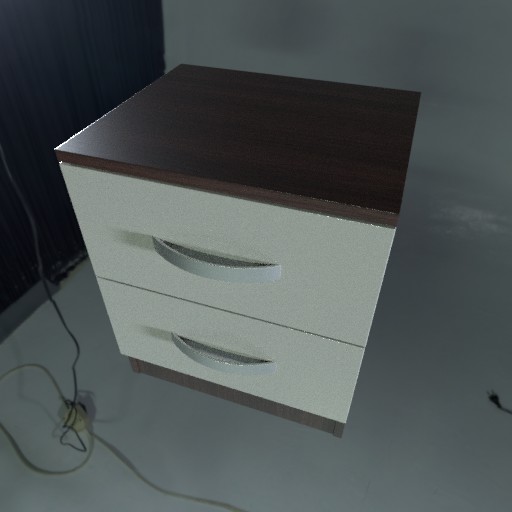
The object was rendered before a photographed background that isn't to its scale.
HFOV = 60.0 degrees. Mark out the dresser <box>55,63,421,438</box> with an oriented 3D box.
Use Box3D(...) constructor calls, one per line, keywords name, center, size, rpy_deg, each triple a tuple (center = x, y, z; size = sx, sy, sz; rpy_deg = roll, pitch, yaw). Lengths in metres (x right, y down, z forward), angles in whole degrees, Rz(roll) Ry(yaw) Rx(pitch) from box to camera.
Box3D(name="dresser", center=(0.000, 0.000, 0.739), size=(0.400, 0.470, 0.360), rpy_deg=(13, 42, 14))
